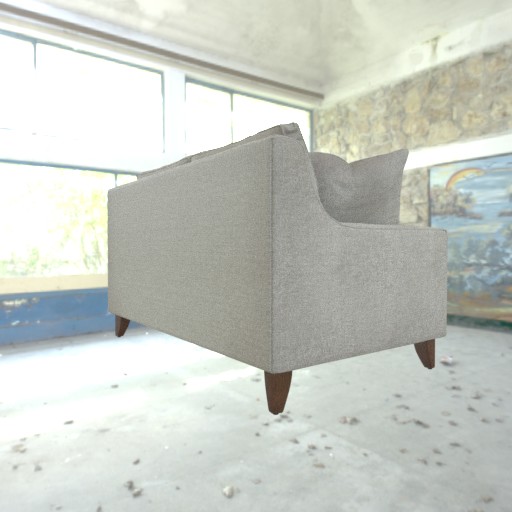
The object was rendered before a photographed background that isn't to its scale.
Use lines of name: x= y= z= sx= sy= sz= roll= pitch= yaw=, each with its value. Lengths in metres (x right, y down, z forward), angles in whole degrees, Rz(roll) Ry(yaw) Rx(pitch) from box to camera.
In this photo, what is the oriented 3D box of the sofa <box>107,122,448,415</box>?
sofa: x=0.000 y=0.000 z=2.021 sx=0.915 sy=0.863 sz=1.422 roll=-1 pitch=2 yaw=-36
